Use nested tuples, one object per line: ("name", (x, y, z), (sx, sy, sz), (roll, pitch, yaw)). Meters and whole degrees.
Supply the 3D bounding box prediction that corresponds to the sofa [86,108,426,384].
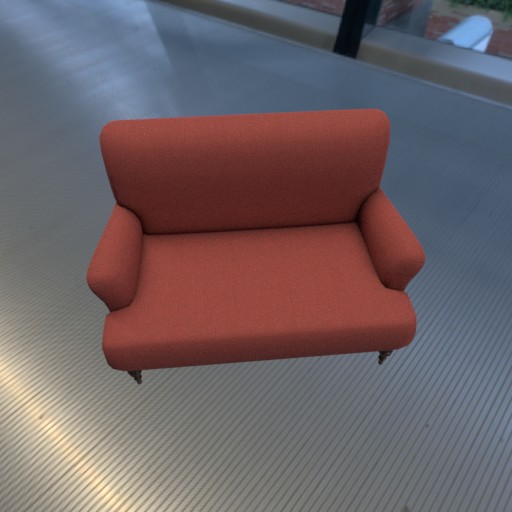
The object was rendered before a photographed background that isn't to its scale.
("sofa", (0.000, 0.000, 1.866), (1.297, 0.889, 0.779), (-4, 47, -4))
